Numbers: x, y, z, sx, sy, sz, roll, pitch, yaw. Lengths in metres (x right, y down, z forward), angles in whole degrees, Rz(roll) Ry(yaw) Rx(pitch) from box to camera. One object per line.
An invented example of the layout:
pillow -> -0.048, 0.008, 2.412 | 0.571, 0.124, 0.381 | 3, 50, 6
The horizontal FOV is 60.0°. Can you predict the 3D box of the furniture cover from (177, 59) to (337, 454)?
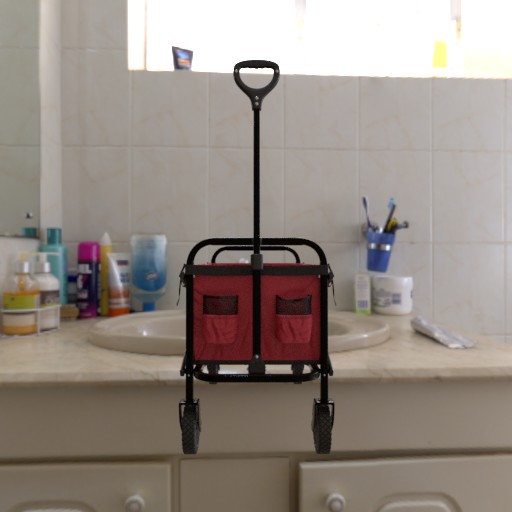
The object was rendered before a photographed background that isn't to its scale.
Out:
furniture cover -> 0.000, 0.000, 1.835 | 0.532, 1.295, 1.038 | 0, -1, 0
